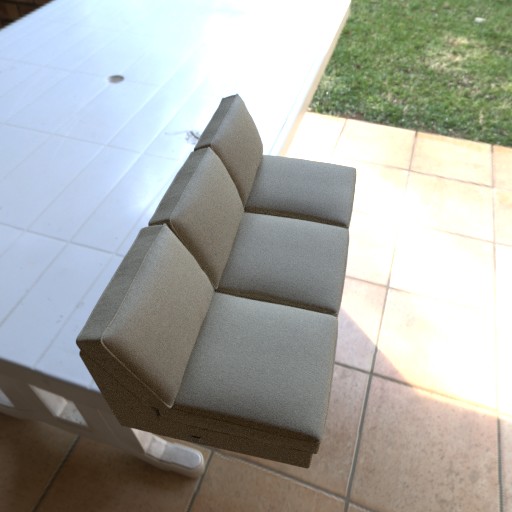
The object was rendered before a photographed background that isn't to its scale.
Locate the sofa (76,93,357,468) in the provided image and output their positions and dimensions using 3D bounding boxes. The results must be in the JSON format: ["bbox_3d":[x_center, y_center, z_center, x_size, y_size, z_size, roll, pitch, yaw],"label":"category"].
[{"bbox_3d":[0.000,0.000,2.516,1.027,0.973,1.962,10,48,9],"label":"sofa"}]
